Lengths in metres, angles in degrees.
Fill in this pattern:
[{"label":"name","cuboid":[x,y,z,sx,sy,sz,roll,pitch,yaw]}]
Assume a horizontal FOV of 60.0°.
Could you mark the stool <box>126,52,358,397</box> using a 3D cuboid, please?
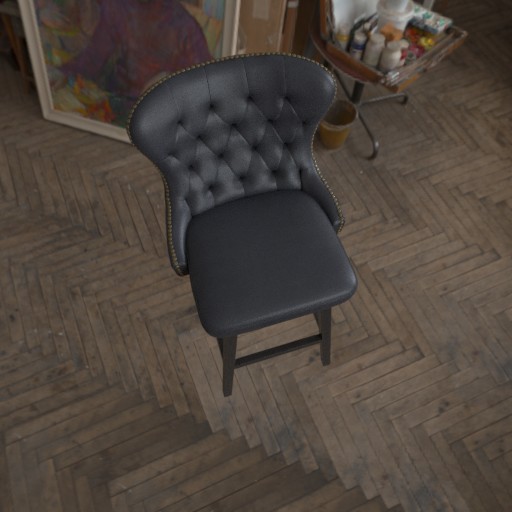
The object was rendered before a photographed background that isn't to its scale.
[{"label":"stool","cuboid":[0.000,0.000,1.415,0.528,1.050,0.601,-15,64,-8]}]
